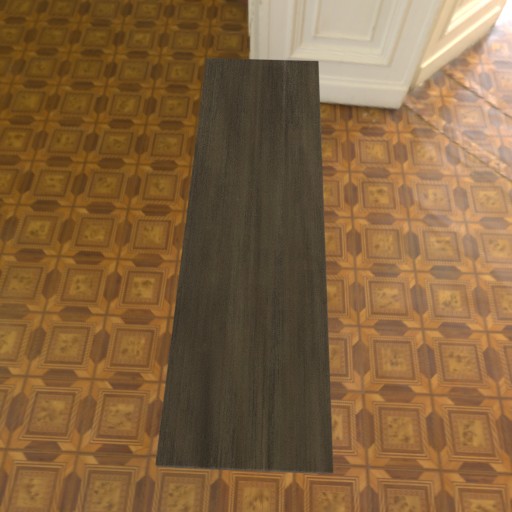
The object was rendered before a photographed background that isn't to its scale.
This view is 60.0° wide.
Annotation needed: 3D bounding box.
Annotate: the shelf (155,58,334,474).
[{"bbox_3d":[0.000,0.000,1.490,0.400,0.495,1.300,2,64,1],"label":"shelf"}]
